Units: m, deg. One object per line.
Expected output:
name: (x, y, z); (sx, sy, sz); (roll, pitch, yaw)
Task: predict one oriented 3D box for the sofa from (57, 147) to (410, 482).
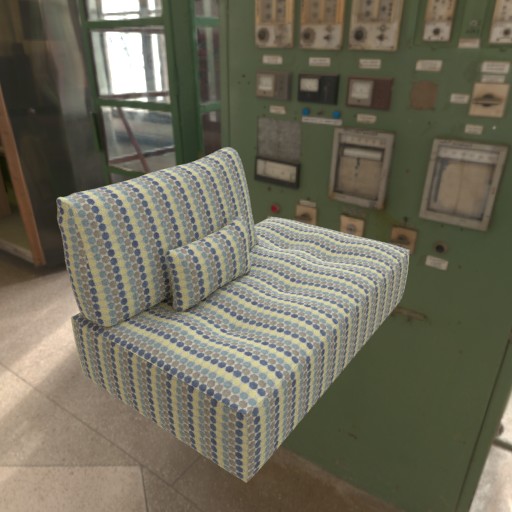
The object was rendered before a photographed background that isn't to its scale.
sofa: (0.000, 0.000, 2.019); (1.000, 0.820, 1.450); (17, 31, 32)
